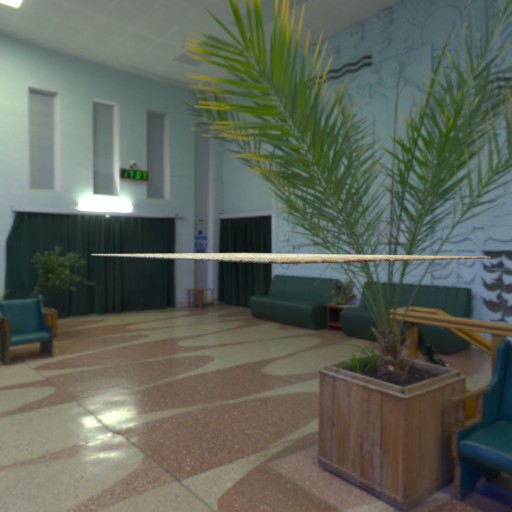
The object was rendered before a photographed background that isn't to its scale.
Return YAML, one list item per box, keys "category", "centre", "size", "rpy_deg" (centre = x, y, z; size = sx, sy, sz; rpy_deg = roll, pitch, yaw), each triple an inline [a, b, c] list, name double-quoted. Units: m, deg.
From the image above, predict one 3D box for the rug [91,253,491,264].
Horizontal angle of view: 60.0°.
- category: "rug"
  centre: [0.000, 0.000, 3.043]
  size: [1.517, 0.011, 2.435]
  rpy_deg: [-1, 1, -36]
